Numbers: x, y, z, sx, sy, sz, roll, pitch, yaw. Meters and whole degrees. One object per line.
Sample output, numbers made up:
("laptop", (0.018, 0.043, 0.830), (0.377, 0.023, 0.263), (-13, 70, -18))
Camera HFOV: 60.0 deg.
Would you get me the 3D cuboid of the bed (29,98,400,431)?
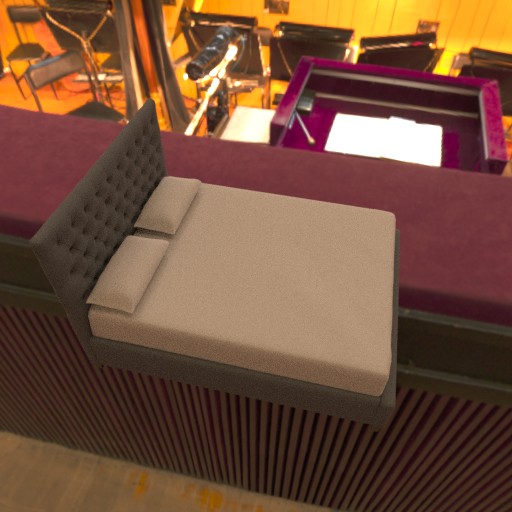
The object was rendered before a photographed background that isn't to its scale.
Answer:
("bed", (0.000, 0.000, 3.339), (2.231, 1.427, 1.698), (10, 48, 9))
